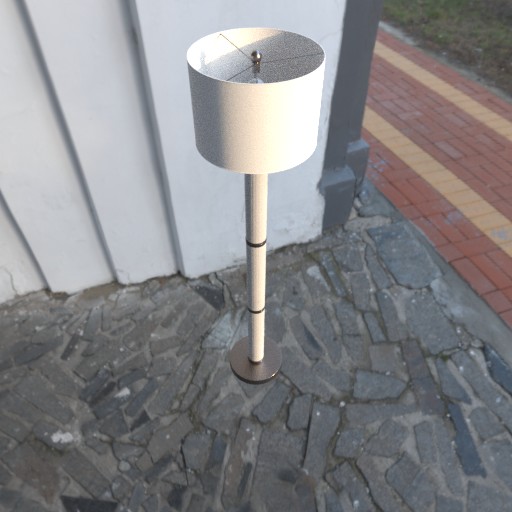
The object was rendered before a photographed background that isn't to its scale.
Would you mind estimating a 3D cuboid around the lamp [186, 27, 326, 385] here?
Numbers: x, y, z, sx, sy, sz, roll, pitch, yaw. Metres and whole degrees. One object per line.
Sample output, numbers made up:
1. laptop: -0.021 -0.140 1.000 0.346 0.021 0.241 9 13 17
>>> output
1. lamp: 0.000 0.000 1.771 0.377 1.599 0.377 -3 46 -3
